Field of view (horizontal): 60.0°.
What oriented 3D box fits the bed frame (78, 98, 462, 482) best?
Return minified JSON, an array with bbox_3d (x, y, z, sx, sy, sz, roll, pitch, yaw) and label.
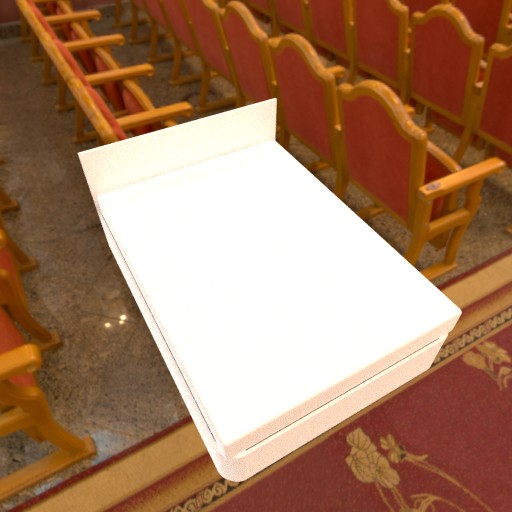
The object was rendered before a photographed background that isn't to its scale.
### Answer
[{"bbox_3d":[0.000,0.000,2.641,1.400,0.800,1.900,-22,50,-20],"label":"bed frame"}]
